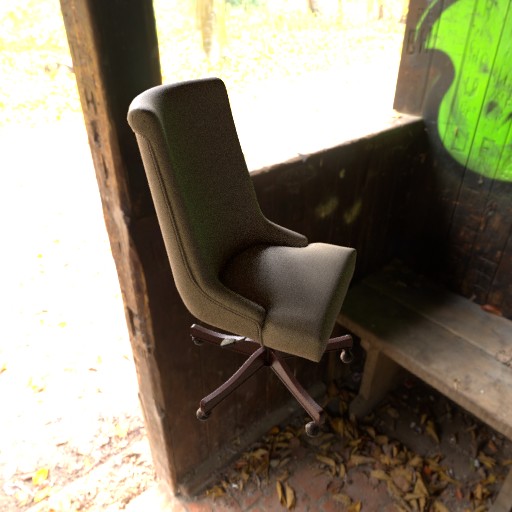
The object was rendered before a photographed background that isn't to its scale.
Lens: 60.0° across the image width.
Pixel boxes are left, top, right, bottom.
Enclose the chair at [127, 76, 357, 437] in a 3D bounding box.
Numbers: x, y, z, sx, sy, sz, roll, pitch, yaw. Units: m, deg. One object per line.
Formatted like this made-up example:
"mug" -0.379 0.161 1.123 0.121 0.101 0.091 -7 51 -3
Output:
"chair" 0.000 0.000 1.459 0.696 1.010 0.645 12 34 18
